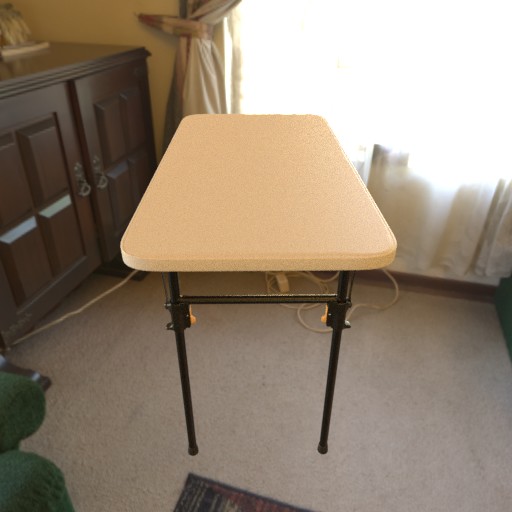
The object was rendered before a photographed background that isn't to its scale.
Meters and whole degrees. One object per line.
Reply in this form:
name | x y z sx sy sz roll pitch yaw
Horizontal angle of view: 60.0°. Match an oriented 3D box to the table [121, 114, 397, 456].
table | 0.000 0.000 1.619 0.610 0.729 1.219 0 31 -1
